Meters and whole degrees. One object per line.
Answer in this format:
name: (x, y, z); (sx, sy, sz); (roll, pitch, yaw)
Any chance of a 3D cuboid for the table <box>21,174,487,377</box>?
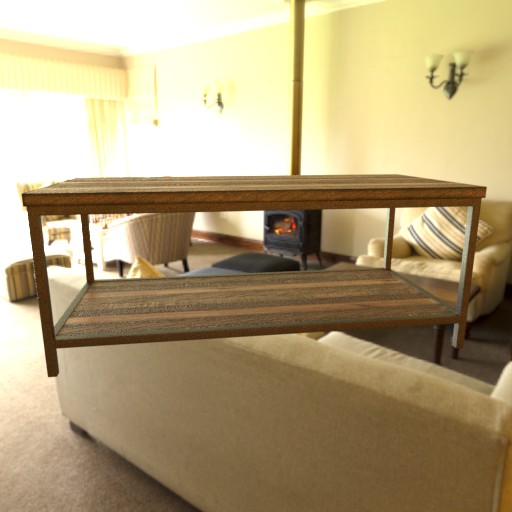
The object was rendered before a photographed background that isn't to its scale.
table: (0.000, 0.000, 1.198); (0.990, 0.399, 0.452); (-2, 14, -8)
